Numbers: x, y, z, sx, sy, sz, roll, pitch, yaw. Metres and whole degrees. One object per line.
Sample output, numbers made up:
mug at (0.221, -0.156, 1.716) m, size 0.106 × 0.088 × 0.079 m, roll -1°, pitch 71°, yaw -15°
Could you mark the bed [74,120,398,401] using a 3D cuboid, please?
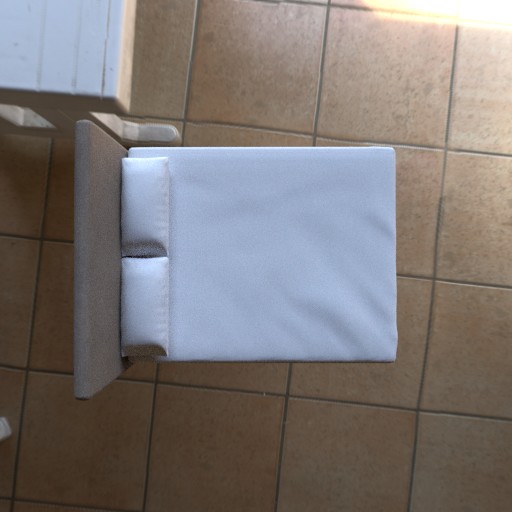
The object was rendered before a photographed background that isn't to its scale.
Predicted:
bed at (0.000, 0.000, 3.215) m, size 2.142 × 1.330 × 1.723 m, roll 0°, pitch 89°, yaw 0°
